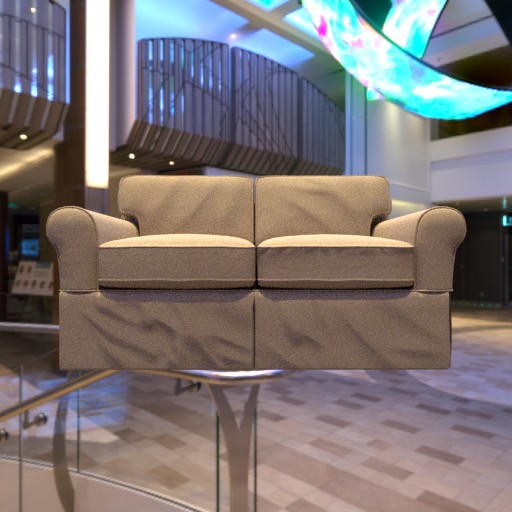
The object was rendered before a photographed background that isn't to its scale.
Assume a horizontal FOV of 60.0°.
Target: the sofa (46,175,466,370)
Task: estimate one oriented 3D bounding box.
[{"bbox_3d":[0.000,0.000,2.265,1.727,0.940,0.991,0,0,0],"label":"sofa"}]
